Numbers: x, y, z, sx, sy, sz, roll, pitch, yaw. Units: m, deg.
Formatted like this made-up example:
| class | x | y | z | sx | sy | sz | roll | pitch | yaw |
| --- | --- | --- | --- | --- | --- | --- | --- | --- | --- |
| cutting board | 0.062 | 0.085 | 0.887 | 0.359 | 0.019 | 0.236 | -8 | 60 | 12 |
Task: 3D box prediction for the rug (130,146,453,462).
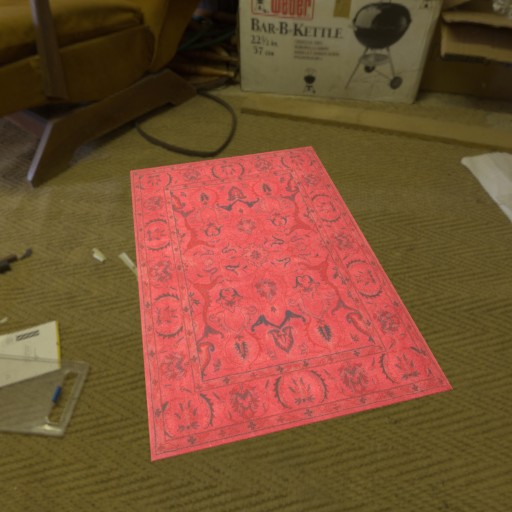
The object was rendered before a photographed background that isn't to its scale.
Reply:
| class | x | y | z | sx | sy | sz | roll | pitch | yaw |
| --- | --- | --- | --- | --- | --- | --- | --- | --- | --- |
| rug | 0.000 | 0.000 | 2.303 | 1.209 | 0.008 | 1.814 | -10 | 47 | -9 |
